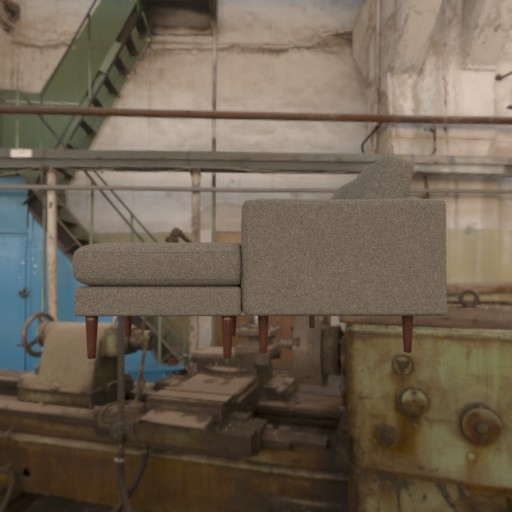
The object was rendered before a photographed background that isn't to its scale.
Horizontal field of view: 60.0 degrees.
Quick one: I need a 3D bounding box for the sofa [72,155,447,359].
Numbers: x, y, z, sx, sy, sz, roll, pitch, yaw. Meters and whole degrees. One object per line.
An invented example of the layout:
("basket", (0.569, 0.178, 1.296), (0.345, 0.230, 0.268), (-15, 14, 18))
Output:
("sofa", (0.000, 0.000, 2.960), (1.667, 0.957, 2.055), (0, -1, -1))
